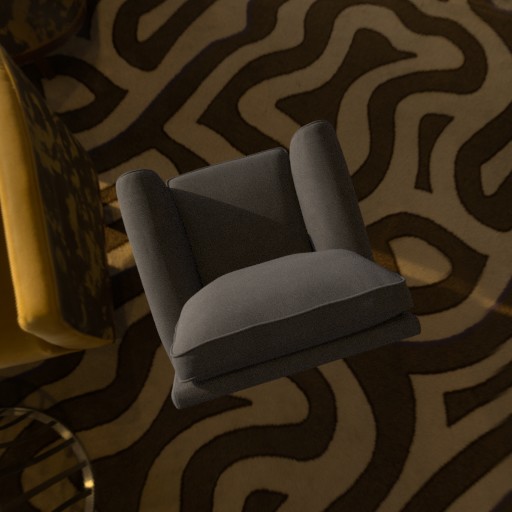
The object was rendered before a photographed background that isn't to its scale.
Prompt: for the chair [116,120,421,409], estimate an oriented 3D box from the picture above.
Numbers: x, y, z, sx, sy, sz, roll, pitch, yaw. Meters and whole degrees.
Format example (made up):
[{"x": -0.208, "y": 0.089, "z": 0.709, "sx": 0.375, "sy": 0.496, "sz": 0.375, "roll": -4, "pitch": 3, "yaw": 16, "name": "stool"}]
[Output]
[{"x": 0.000, "y": 0.000, "z": 1.682, "sx": 0.890, "sy": 0.961, "sz": 0.878, "roll": -16, "pitch": 76, "yaw": -4, "name": "chair"}]
